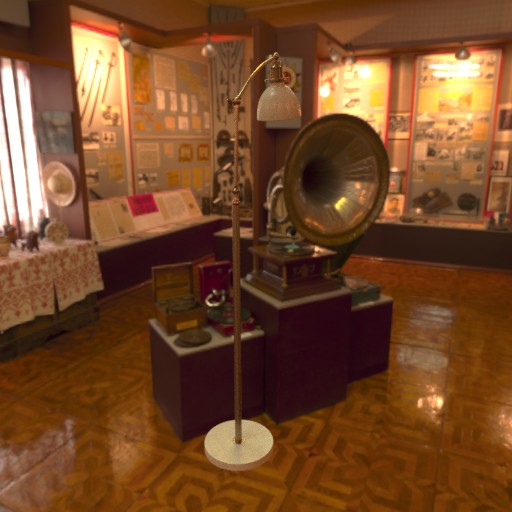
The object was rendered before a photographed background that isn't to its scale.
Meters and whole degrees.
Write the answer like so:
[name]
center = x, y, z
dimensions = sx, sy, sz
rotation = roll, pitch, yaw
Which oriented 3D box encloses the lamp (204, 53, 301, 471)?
[lamp]
center = 0.000, 0.000, 1.806
dimensions = 0.288, 1.586, 0.599
rotation = 7, 16, 26
